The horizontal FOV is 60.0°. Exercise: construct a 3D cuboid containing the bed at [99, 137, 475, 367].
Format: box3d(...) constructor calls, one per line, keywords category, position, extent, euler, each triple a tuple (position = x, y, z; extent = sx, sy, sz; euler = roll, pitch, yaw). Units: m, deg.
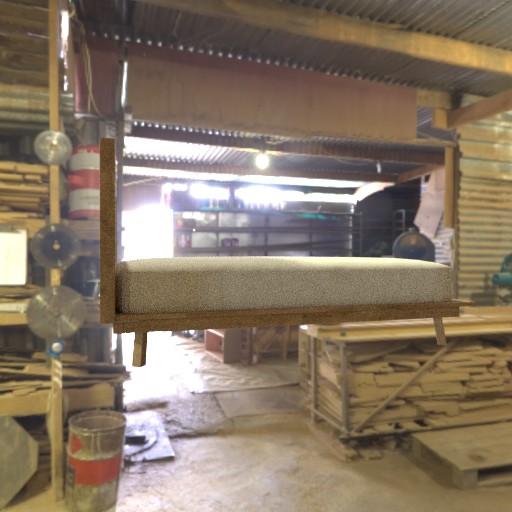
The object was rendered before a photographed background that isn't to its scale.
box3d(category="bed", position=(0.000, 0.000, 3.360), extent=(2.167, 1.100, 2.116), euler=(0, 0, -17))
